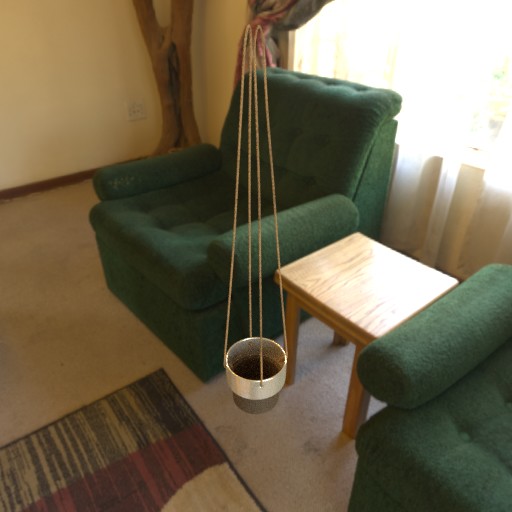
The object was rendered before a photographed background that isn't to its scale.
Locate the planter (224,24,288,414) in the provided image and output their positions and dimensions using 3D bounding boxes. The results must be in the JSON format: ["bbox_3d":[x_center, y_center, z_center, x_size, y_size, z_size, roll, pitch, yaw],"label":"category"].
[{"bbox_3d":[0.000,0.000,1.156,0.187,1.073,0.187,20,38,29],"label":"planter"}]
